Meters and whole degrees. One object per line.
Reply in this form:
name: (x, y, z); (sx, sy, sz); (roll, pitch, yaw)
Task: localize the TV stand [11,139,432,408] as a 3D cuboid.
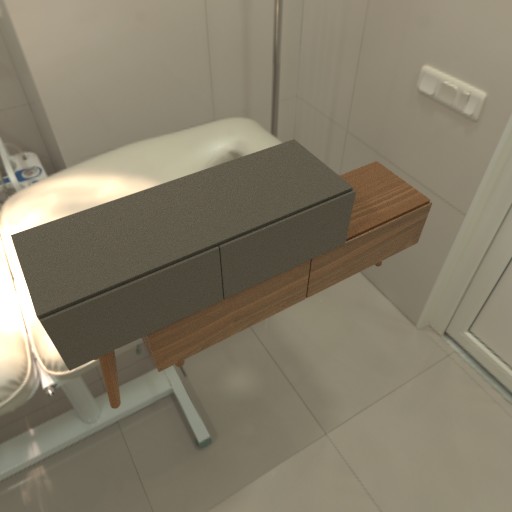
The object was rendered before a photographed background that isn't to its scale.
TV stand: (0.000, 0.000, 1.540); (1.336, 0.591, 0.329); (-24, 51, -21)
